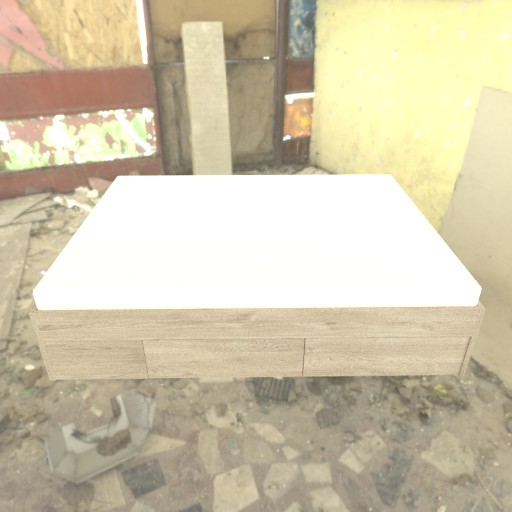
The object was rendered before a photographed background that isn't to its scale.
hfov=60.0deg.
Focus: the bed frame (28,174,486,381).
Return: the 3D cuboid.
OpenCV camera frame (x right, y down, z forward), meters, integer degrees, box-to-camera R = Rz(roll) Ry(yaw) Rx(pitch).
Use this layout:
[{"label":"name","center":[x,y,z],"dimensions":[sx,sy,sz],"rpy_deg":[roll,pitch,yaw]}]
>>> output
[{"label":"bed frame","center":[0.000,0.000,2.584],"dimensions":[1.944,0.490,1.448],"rpy_deg":[0,30,-1]}]
